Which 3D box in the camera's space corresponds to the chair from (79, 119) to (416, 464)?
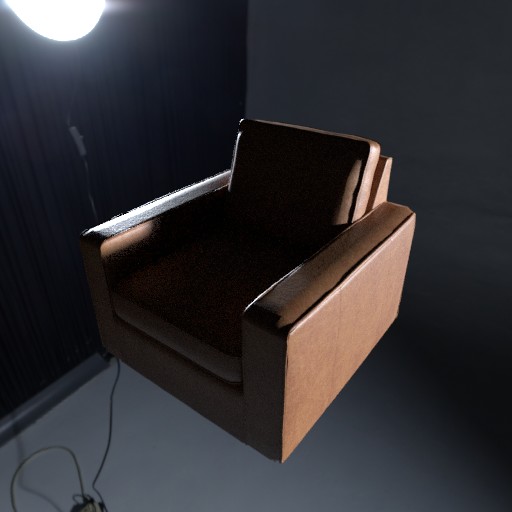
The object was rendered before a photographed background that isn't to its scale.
[{"bbox_3d":[0.000,0.000,1.794,0.987,0.901,1.027,19,35,29],"label":"chair"}]
